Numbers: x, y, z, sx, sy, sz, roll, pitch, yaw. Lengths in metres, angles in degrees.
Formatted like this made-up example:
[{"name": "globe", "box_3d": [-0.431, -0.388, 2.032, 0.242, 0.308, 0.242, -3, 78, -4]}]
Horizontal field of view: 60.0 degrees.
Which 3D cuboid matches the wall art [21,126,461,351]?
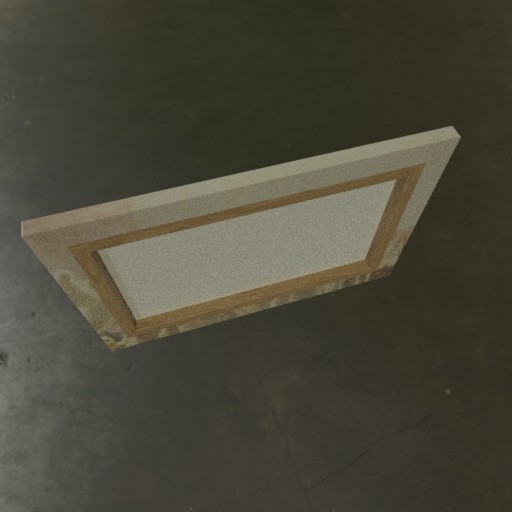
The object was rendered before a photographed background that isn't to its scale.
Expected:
[{"name": "wall art", "box_3d": [0.000, 0.000, 1.156, 0.916, 0.608, 0.040, -14, 59, -9]}]
